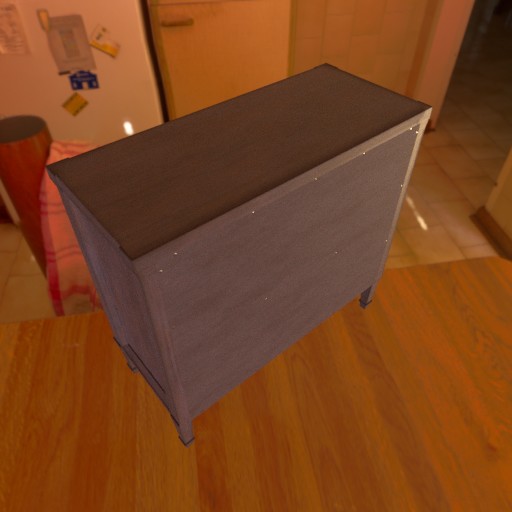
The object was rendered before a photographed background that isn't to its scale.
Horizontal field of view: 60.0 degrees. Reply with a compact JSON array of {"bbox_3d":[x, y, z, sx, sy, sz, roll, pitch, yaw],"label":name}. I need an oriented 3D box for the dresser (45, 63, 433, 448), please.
[{"bbox_3d":[0.000,0.000,1.608,1.049,0.986,0.463,-31,52,-27],"label":"dresser"}]
